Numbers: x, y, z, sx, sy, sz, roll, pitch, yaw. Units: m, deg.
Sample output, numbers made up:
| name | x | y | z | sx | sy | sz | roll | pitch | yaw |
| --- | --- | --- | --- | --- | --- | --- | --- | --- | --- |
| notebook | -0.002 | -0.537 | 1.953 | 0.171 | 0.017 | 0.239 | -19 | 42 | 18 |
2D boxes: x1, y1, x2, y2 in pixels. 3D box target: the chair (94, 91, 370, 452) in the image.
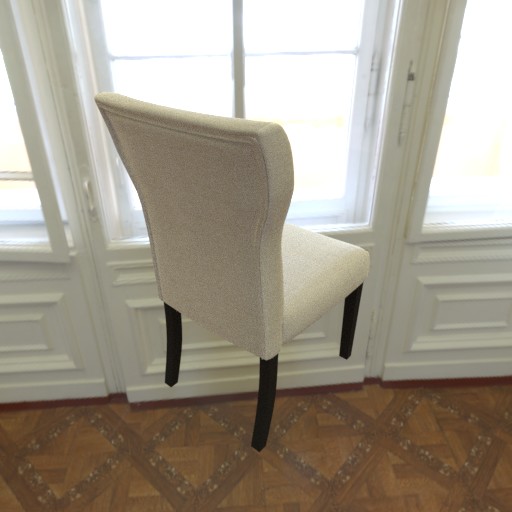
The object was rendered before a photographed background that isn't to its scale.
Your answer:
| name | x | y | z | sx | sy | sz | roll | pitch | yaw |
| --- | --- | --- | --- | --- | --- | --- | --- | --- | --- |
| chair | 0.000 | 0.000 | 1.271 | 0.509 | 0.921 | 0.597 | 23 | 37 | 33 |
